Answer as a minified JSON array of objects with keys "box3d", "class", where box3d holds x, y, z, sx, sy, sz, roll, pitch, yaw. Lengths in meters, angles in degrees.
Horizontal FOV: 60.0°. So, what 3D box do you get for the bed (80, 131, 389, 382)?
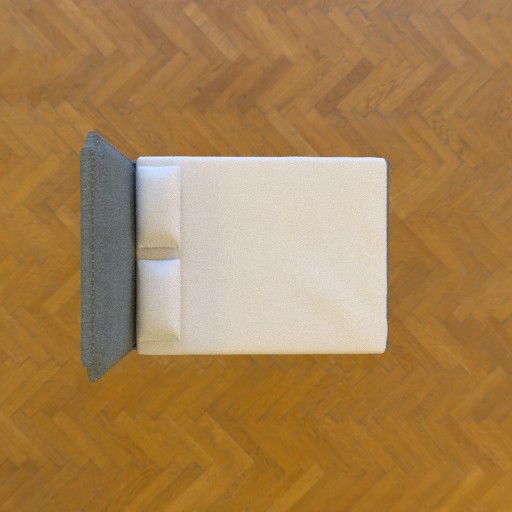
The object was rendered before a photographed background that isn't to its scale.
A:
[{"box3d":[0.000,0.000,3.625,2.372,1.443,1.712,0,91,-1],"class":"bed"}]
